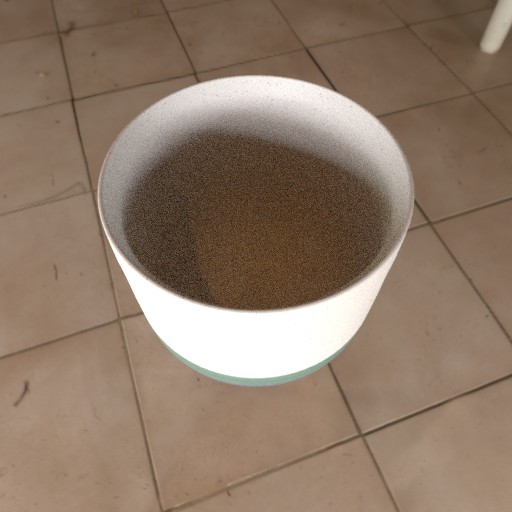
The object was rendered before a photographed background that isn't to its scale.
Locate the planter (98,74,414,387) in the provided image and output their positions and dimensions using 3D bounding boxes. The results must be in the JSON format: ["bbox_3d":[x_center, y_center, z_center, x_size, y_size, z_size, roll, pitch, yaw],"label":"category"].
[{"bbox_3d":[0.000,0.000,0.491,0.268,0.270,0.268,0,58,0],"label":"planter"}]
